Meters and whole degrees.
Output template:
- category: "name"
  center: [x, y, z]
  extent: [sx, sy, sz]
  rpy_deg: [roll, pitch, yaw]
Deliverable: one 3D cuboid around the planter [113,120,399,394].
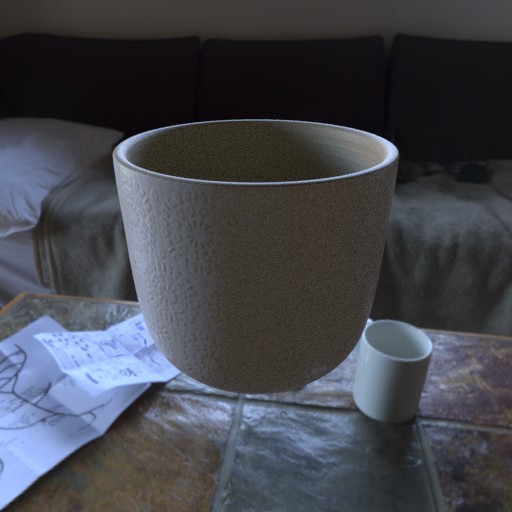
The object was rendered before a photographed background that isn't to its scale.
- category: "planter"
  center: [0.000, 0.000, 0.376]
  extent: [0.208, 0.190, 0.208]
  rpy_deg: [0, 27, 0]
